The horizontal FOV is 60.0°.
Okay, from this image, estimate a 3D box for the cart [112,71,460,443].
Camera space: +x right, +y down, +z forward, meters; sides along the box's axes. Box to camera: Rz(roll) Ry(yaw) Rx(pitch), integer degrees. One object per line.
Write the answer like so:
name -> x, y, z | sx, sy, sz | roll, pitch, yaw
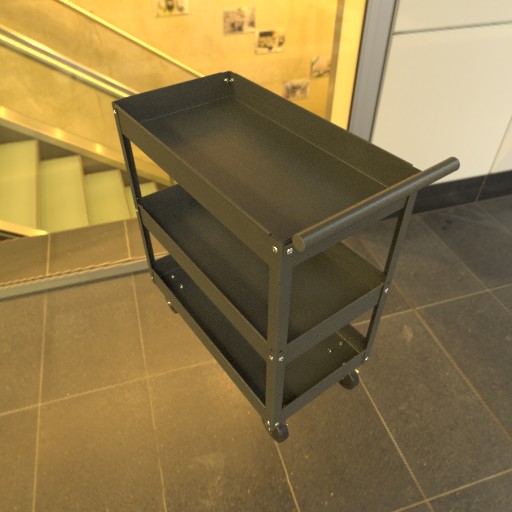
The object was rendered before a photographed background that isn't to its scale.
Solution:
cart -> 0.000, 0.000, 1.171 | 0.366, 0.780, 0.719 | -27, 49, -26
